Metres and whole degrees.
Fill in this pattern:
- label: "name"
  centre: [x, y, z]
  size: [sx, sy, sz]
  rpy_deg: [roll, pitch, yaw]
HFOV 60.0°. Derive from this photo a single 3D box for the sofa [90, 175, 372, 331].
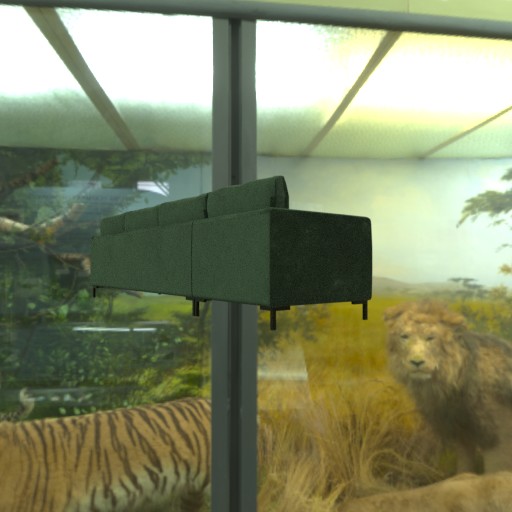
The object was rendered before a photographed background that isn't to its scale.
- label: "sofa"
  centre: [0.000, 0.000, 3.322]
  size: [1.707, 0.687, 2.486]
  rpy_deg: [1, -1, -37]
